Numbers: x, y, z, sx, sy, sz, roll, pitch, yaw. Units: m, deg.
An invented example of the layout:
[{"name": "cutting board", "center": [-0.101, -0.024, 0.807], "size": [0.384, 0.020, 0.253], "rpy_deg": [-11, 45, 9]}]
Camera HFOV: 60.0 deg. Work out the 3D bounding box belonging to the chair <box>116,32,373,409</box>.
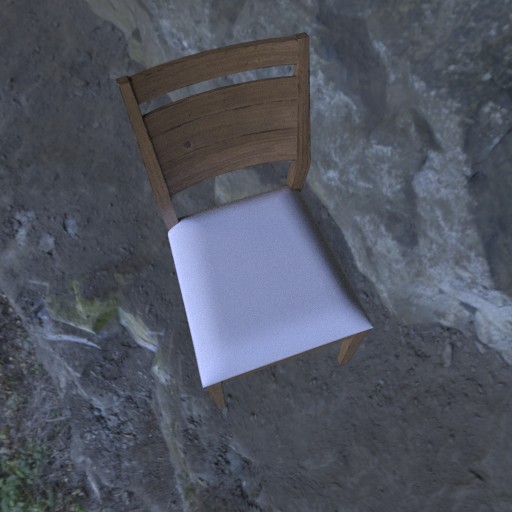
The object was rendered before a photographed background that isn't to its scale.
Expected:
[{"name": "chair", "center": [0.000, 0.000, 1.262], "size": [0.497, 0.939, 0.610], "rpy_deg": [-18, 66, -8]}]
